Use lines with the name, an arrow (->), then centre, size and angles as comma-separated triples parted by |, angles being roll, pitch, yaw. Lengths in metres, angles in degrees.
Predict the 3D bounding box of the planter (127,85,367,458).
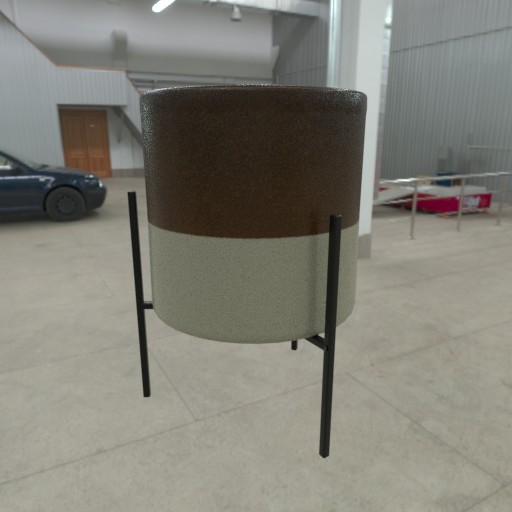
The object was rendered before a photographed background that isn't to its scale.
planter -> 0.000, 0.000, 0.551 | 0.255, 0.375, 0.269 | 8, 17, 25
